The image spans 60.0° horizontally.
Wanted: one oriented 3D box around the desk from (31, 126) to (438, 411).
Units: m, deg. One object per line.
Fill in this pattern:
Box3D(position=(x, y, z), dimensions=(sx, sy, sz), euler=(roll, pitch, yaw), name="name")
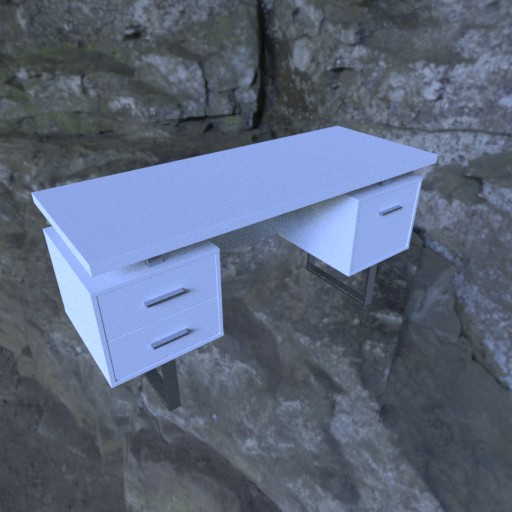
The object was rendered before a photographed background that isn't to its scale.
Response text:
Box3D(position=(0.000, 0.000, 1.942), dimensions=(1.530, 0.773, 0.603), euler=(-21, 37, -31), name="desk")
